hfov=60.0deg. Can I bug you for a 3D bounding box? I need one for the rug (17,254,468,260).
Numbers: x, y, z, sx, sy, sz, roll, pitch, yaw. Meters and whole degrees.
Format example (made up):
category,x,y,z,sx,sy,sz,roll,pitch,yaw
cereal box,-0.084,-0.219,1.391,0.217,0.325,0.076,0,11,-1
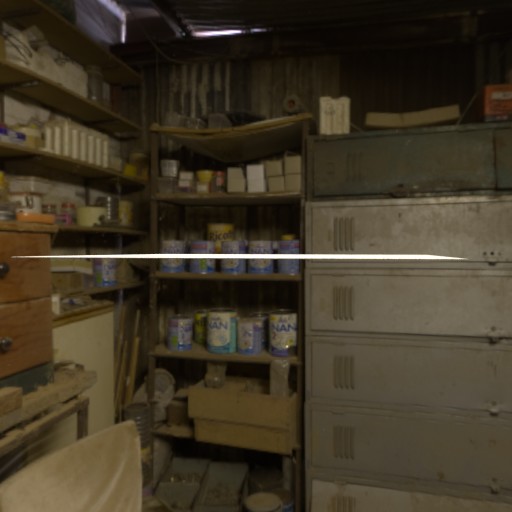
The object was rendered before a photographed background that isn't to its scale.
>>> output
category,x,y,z,sx,sy,sz,roll,pitch,yaw
rug,0.000,0.000,4.128,3.197,0.006,2.438,0,1,16
